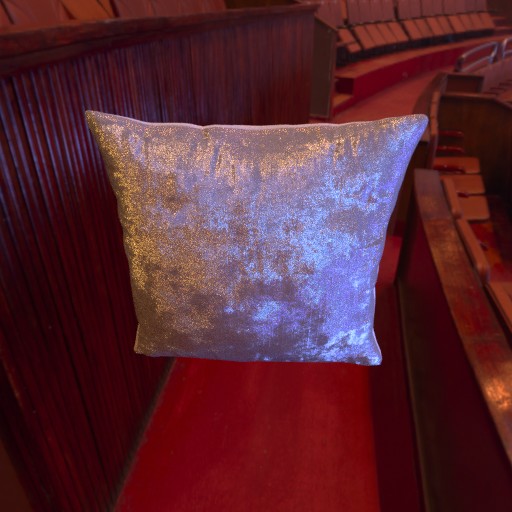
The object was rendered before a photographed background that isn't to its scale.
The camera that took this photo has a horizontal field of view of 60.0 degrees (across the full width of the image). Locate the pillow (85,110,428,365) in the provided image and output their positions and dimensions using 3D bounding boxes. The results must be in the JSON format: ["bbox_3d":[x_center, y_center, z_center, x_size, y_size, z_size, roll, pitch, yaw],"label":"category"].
[{"bbox_3d":[0.000,0.000,0.723,0.470,0.464,0.175,1,31,1],"label":"pillow"}]
